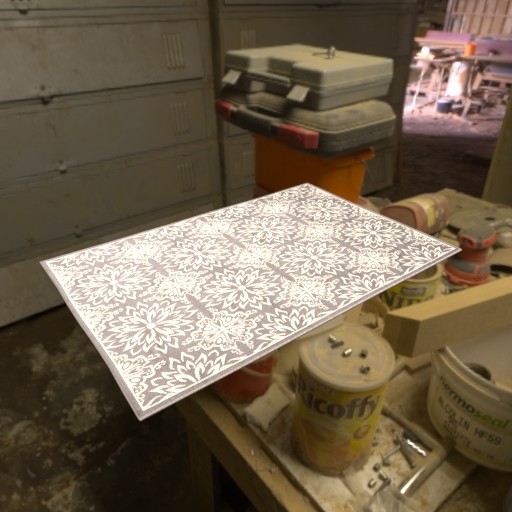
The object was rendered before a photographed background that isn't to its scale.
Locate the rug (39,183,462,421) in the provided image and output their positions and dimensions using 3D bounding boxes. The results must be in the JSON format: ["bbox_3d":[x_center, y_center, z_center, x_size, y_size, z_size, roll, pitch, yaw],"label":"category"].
[{"bbox_3d":[0.000,0.000,2.314,1.847,0.012,1.224,-21,36,-31],"label":"rug"}]
